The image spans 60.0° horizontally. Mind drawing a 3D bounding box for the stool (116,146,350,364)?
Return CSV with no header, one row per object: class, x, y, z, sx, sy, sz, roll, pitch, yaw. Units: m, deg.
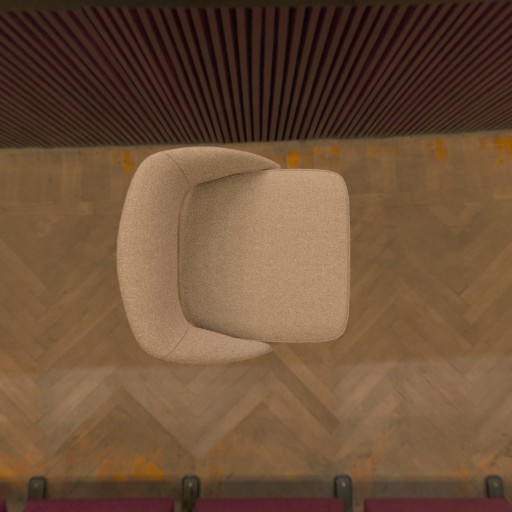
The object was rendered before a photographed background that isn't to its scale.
stool,0.000,0.000,1.324,0.509,1.037,0.494,0,90,0
